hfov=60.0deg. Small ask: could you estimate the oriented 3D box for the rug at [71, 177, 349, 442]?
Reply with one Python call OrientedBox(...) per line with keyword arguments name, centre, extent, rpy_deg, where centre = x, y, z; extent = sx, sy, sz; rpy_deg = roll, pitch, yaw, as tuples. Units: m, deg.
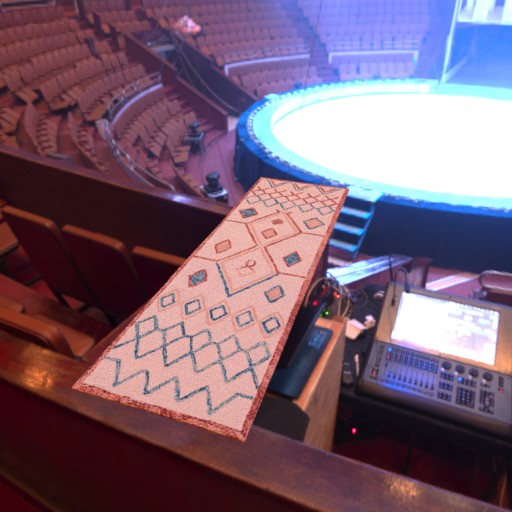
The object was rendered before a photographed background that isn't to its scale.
OrientedBox(name="rug", centre=(0.000, 0.000, 2.669), extent=(0.750, 0.011, 2.435), rpy_deg=(10, 33, 16))
